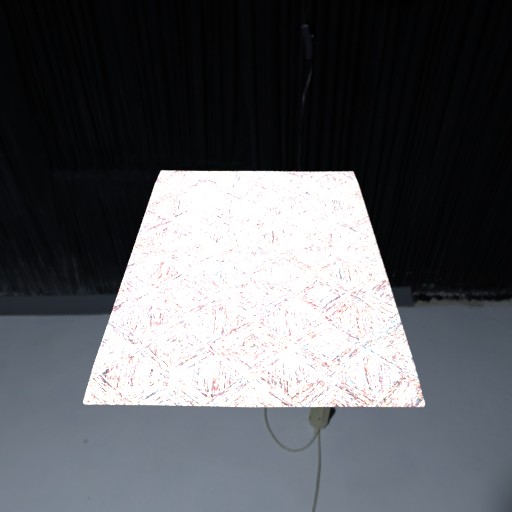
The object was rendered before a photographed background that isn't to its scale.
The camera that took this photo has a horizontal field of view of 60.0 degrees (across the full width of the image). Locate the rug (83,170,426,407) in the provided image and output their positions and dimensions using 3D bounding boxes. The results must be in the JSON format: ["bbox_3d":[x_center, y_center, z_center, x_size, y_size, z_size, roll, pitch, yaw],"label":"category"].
[{"bbox_3d":[0.000,0.000,4.315,2.436,0.024,3.226,0,41,0],"label":"rug"}]
